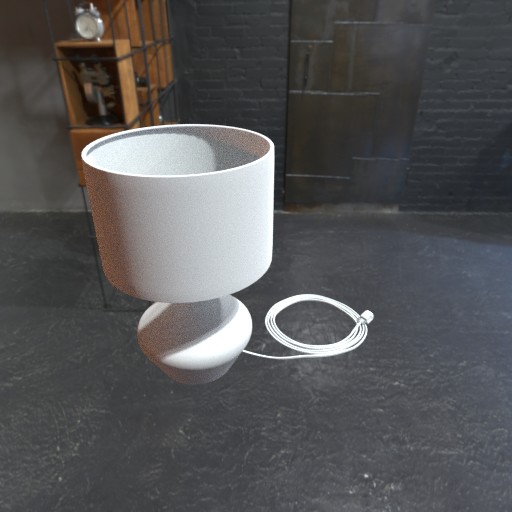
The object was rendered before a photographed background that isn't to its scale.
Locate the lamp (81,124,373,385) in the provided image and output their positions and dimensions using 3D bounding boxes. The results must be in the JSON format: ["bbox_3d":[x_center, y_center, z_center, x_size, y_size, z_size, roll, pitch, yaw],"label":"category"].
[{"bbox_3d":[0.000,0.000,0.867,0.546,0.457,0.401,1,29,2],"label":"lamp"}]
